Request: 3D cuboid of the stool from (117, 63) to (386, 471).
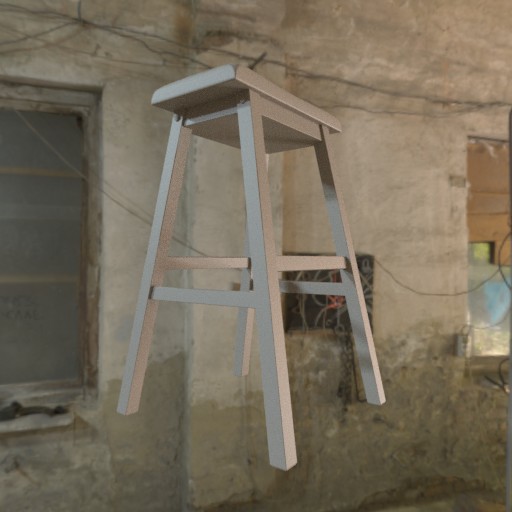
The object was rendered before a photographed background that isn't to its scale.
[{"bbox_3d":[0.000,0.000,1.082,0.476,0.737,0.457,0,0,37],"label":"stool"}]
